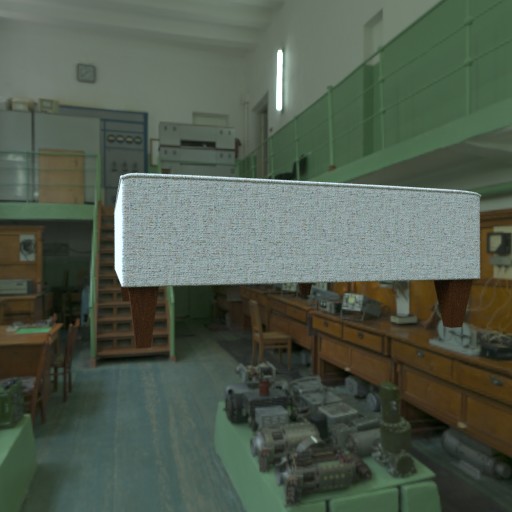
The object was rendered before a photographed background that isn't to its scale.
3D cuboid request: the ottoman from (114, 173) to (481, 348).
[{"bbox_3d":[0.000,0.000,1.220,0.736,0.303,0.835,0,0,-18],"label":"ottoman"}]
